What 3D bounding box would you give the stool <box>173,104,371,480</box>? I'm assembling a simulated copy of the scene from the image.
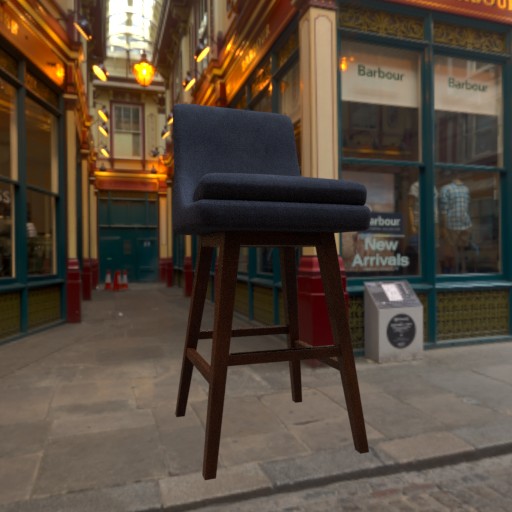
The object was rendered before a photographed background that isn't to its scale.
[{"bbox_3d":[0.000,0.000,1.385,0.489,1.068,0.572,0,1,-19],"label":"stool"}]
